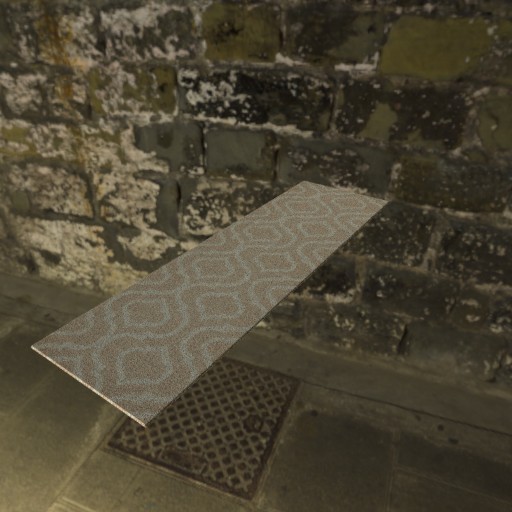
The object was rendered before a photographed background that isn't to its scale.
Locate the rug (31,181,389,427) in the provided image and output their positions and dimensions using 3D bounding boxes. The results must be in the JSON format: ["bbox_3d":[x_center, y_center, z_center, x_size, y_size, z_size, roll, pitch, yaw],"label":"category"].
[{"bbox_3d":[0.000,0.000,2.482,0.691,0.013,2.289,20,36,30],"label":"rug"}]
